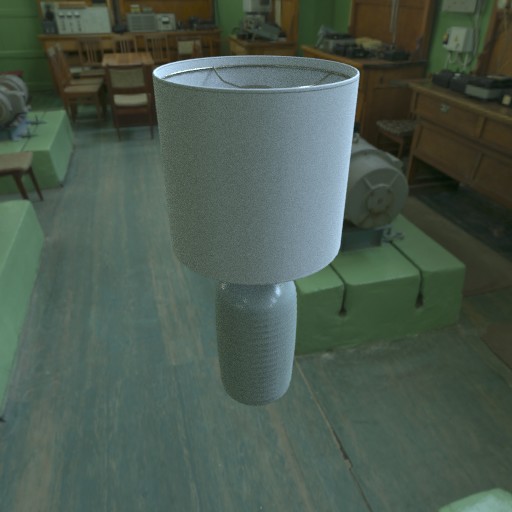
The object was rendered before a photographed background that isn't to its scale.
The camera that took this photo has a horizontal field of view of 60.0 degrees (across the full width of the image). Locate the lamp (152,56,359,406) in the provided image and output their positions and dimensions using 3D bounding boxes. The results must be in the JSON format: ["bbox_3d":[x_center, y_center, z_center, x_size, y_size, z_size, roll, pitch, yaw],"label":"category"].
[{"bbox_3d":[0.000,0.000,0.605,0.220,0.475,0.220,-9,32,-14],"label":"lamp"}]
